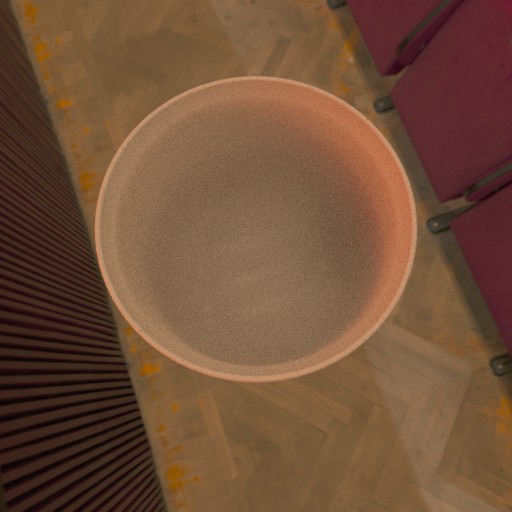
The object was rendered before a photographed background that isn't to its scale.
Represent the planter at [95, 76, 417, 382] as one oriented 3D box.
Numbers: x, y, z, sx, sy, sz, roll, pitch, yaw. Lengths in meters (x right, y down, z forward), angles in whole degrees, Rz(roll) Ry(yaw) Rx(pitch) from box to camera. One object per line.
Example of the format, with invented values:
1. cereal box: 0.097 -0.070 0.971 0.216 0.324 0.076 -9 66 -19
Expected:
1. planter: 0.000 0.000 0.495 0.268 0.270 0.268 0 75 0
